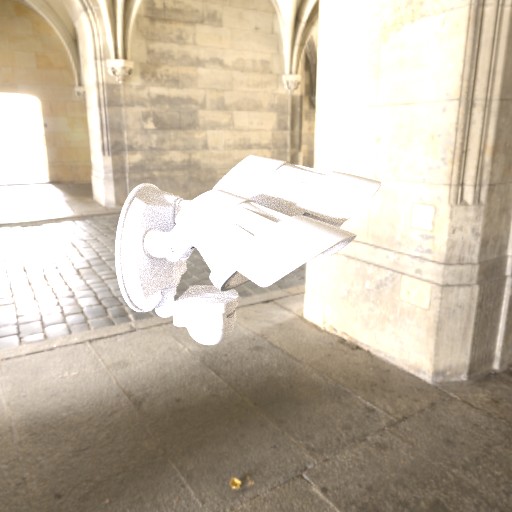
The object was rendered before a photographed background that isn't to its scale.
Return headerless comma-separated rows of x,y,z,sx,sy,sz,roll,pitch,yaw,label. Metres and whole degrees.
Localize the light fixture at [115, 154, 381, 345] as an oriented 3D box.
0.000,0.000,0.532,0.278,0.237,0.369,3,15,10,light fixture
